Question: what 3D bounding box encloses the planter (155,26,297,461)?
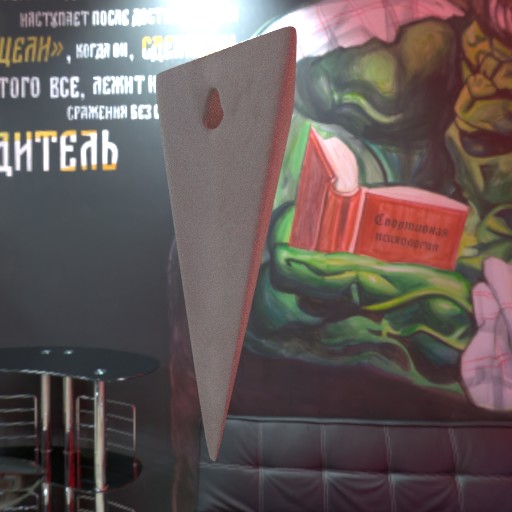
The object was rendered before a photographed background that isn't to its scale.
[{"bbox_3d":[0.000,0.000,0.159,0.058,0.130,0.047,0,0,37],"label":"planter"}]
